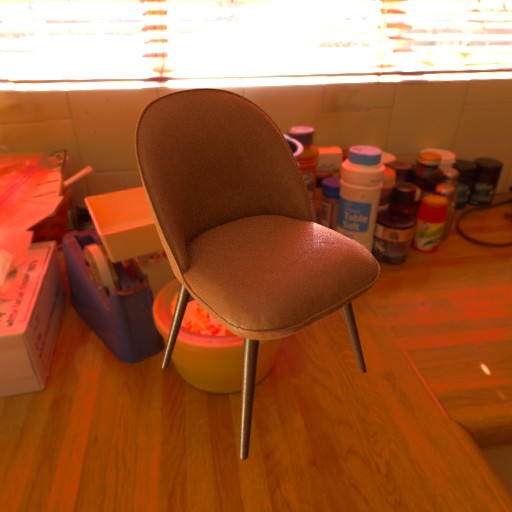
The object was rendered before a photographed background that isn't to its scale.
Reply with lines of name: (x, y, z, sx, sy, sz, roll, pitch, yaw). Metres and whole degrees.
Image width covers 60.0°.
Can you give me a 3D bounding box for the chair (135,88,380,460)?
chair: (0.000, 0.000, 1.282, 0.521, 0.831, 0.631, -23, 38, -33)
